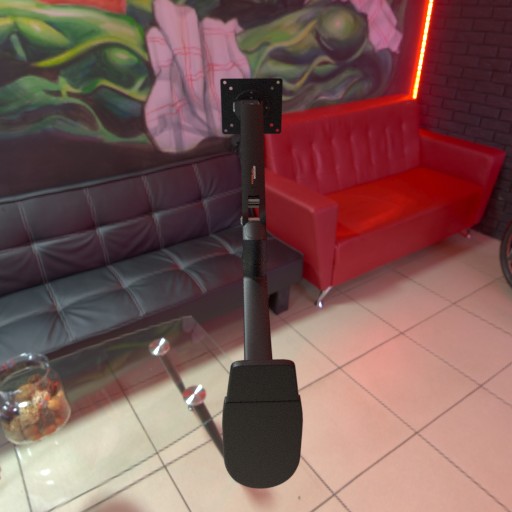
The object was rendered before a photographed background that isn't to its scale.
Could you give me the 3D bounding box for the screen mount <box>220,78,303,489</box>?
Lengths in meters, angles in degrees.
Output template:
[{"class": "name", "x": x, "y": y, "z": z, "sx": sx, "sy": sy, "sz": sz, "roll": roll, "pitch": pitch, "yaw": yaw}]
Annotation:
[{"class": "screen mount", "x": 0.000, "y": 0.000, "z": 0.717, "sx": 0.115, "sy": 0.466, "sz": 0.495, "roll": -1, "pitch": 30, "yaw": -2}]
